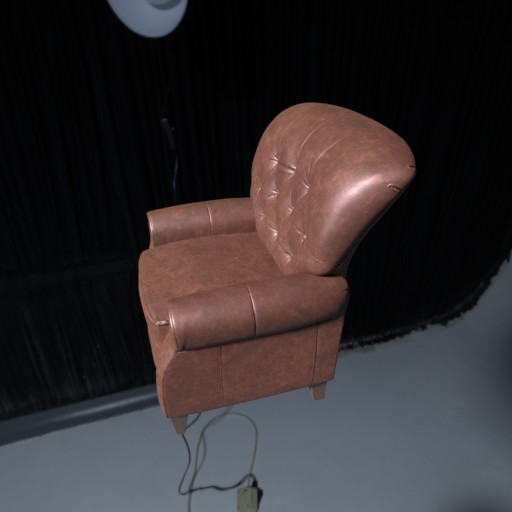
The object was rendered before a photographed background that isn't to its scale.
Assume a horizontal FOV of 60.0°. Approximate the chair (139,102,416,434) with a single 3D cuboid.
[{"bbox_3d":[0.000,0.000,1.959,1.031,1.162,0.979,-9,32,-14],"label":"chair"}]
